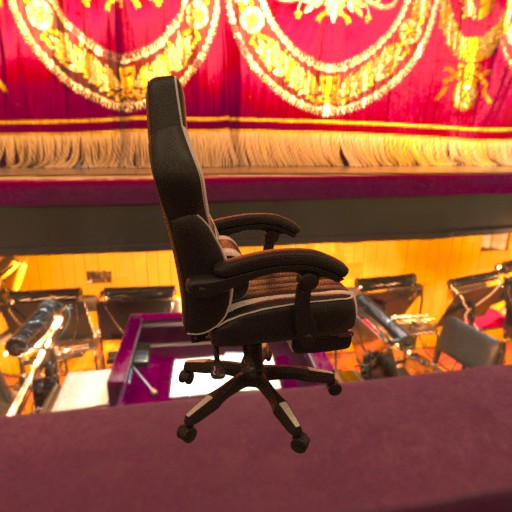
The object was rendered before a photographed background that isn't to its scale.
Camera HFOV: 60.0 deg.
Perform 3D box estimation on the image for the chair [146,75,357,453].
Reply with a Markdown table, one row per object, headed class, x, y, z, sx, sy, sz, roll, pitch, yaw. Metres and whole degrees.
| class | x | y | z | sx | sy | sz | roll | pitch | yaw |
| --- | --- | --- | --- | --- | --- | --- | --- | --- | --- |
| chair | 0.000 | 0.000 | 1.611 | 0.700 | 1.200 | 0.676 | -3 | 16 | -9 |
